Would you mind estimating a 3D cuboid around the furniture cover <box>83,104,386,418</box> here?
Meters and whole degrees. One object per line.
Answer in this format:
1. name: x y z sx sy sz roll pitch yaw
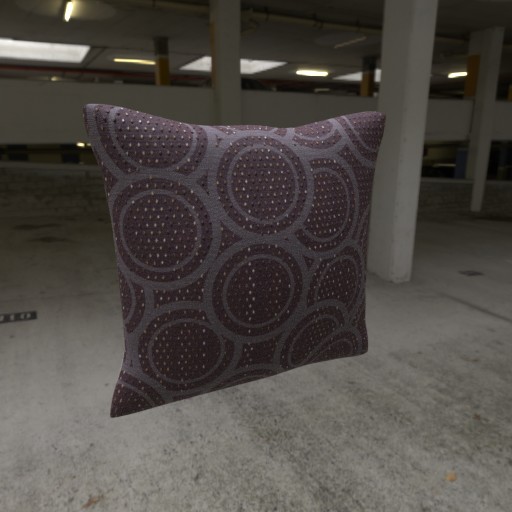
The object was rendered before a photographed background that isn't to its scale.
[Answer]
1. furniture cover: 0.000 0.000 0.804 0.552 0.509 0.193 -7 17 -25
